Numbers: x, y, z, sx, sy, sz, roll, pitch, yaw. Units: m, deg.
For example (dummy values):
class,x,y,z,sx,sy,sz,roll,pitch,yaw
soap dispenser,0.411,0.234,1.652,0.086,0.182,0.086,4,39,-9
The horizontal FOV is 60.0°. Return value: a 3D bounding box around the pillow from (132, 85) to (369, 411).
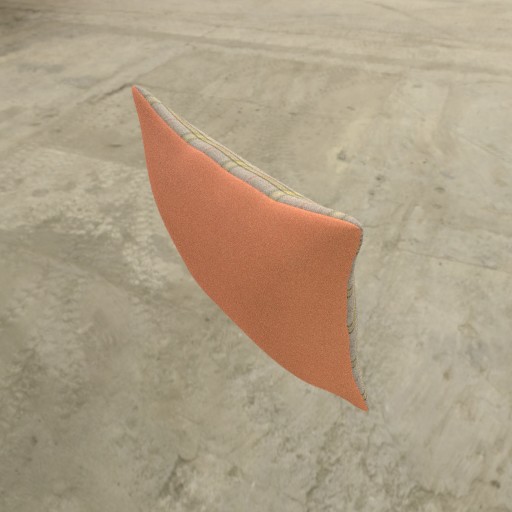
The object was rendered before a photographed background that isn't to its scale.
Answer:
class,x,y,z,sx,sy,sz,roll,pitch,yaw
pillow,0.000,0.000,0.692,0.200,0.430,0.453,-27,47,-28
